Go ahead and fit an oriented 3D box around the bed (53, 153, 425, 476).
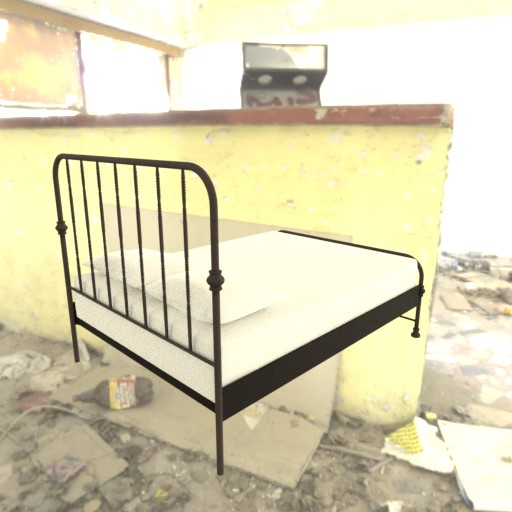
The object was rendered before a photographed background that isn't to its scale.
[{"bbox_3d":[0.000,0.000,3.148,1.616,1.446,2.134,15,21,42],"label":"bed"}]
